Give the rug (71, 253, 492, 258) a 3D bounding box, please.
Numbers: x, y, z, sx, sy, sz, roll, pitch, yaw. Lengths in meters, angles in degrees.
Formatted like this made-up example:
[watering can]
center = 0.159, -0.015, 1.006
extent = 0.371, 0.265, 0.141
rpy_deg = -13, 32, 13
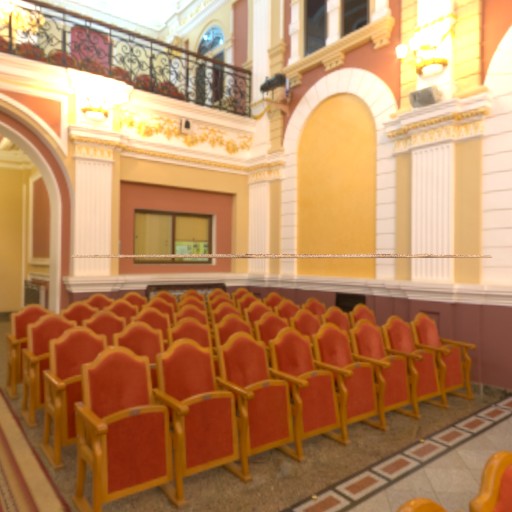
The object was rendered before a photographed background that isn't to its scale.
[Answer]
[rug]
center = 0.000, 0.000, 4.017
extent = 2.429, 0.030, 3.052
rpy_deg = 0, 0, -37
